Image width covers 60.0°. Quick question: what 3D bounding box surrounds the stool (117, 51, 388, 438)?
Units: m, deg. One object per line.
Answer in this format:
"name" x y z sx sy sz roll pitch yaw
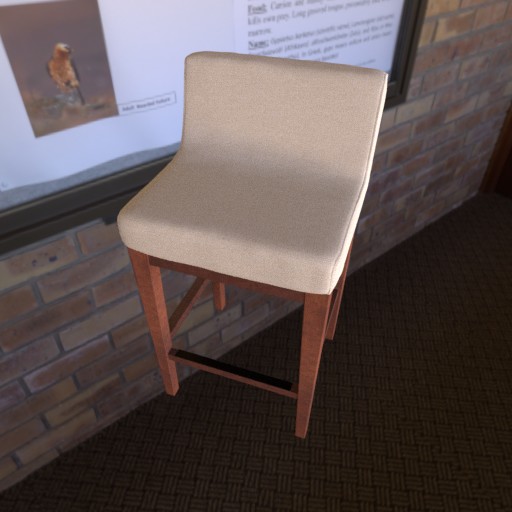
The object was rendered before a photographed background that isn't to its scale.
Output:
"stool" 0.000 0.000 1.234 0.511 0.937 0.500 13 42 15
